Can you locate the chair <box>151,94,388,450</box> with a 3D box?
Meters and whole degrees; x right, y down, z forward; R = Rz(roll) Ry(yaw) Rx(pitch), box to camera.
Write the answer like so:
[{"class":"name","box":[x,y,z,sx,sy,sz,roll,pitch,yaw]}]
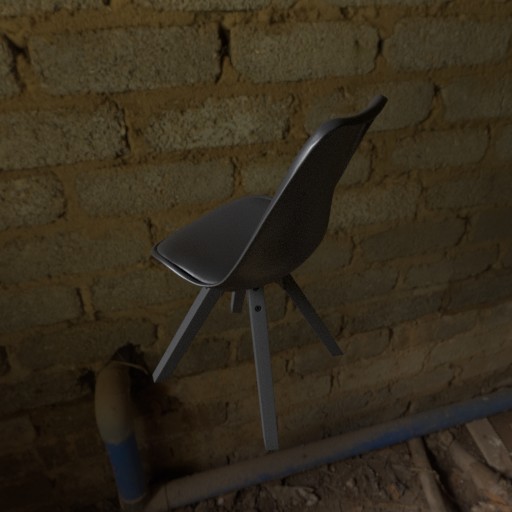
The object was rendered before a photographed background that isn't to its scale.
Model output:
[{"class":"chair","box":[0.000,0.000,1.190,0.530,0.850,0.485,19,37,28]}]
